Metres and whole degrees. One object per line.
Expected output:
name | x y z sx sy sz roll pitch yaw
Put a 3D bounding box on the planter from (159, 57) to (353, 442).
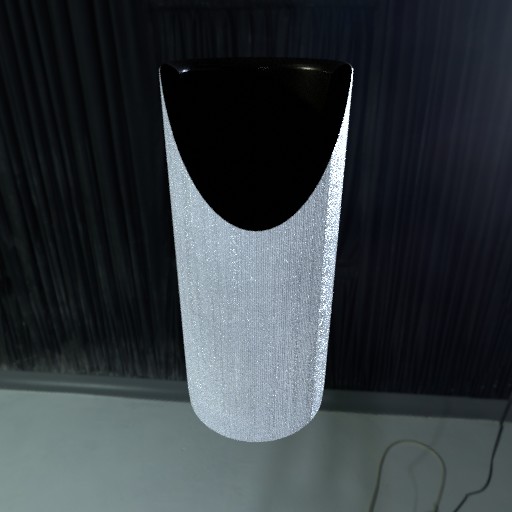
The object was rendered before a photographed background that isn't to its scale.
planter | 0.000 0.000 0.128 0.045 0.103 0.045 0 27 1
